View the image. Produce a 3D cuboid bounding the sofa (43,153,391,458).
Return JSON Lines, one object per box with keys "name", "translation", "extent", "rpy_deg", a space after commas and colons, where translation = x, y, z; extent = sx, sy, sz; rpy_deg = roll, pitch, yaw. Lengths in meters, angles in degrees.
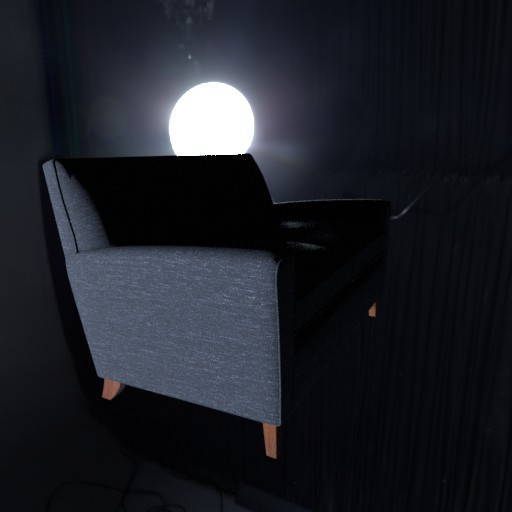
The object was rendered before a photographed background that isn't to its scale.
{"name": "sofa", "translation": [0.000, 0.000, 1.923], "extent": [0.875, 0.846, 1.420], "rpy_deg": [7, 16, 27]}
